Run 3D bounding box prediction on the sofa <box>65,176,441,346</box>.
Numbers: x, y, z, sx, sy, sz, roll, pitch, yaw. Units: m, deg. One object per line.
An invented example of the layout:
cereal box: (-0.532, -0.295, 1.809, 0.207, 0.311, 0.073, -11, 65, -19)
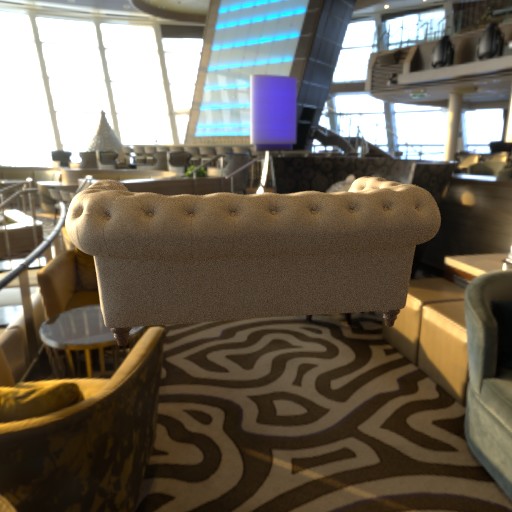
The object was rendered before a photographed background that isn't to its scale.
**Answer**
sofa: (0.000, 0.000, 2.549, 1.988, 0.835, 1.069, -2, 14, -10)
